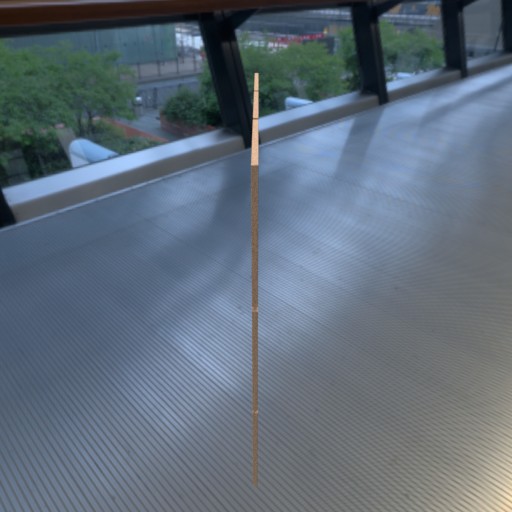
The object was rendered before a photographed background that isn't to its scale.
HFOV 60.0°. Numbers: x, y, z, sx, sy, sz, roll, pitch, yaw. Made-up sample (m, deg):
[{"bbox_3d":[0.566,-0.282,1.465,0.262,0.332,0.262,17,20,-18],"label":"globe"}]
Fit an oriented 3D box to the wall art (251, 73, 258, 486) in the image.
[{"bbox_3d":[0.000,0.000,1.364,0.012,0.910,0.917,0,31,0],"label":"wall art"}]
